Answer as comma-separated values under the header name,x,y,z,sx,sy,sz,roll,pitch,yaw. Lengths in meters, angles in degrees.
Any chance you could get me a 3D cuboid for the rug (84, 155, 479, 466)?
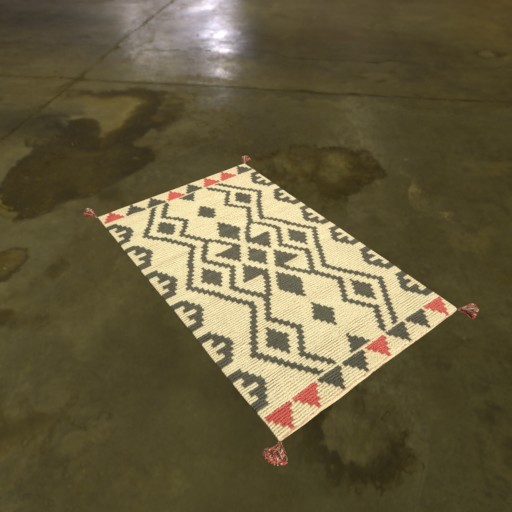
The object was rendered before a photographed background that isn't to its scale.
name,x,y,z,sx,sy,sz,roll,pitch,yaw
rug,0.000,0.000,3.326,1.741,0.066,2.672,-26,47,-27
